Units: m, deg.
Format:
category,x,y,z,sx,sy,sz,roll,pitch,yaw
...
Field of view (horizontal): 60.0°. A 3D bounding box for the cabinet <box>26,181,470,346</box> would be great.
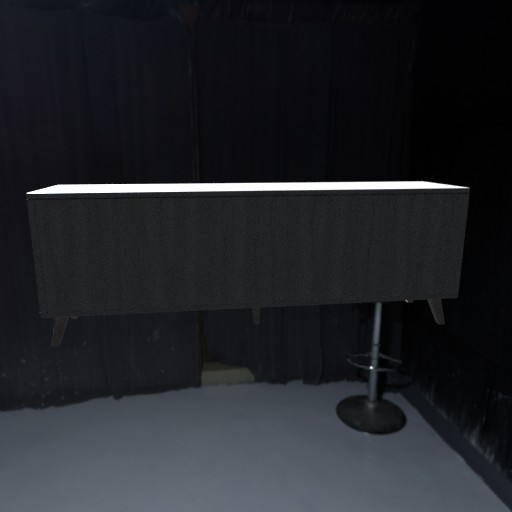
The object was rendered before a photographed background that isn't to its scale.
category,x,y,z,sx,sy,sz,roll,pitch,yaw
cabinet,0.000,0.000,2.506,2.198,0.779,0.499,-2,14,-8
